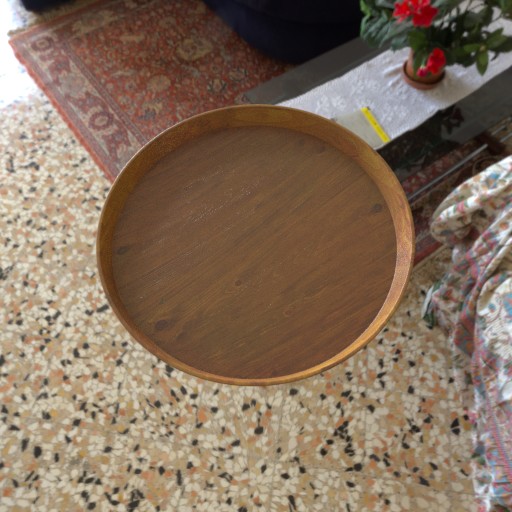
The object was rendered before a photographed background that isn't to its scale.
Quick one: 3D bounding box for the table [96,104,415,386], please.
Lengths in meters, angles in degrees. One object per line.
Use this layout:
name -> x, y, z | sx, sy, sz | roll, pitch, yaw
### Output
table -> 0.000, 0.000, 1.606 | 1.016, 0.470, 1.016 | 0, 63, 0
